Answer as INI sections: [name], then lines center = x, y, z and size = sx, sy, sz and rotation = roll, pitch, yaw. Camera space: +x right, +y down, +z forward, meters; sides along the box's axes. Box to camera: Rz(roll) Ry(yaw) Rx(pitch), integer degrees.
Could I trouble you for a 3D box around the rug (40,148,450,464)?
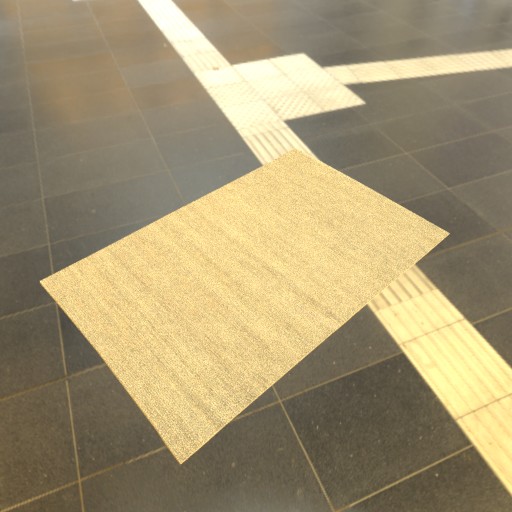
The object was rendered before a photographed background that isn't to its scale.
[rug]
center = 0.000, 0.000, 2.309
size = 1.820, 0.022, 1.179
rotation = -33, 54, -28
